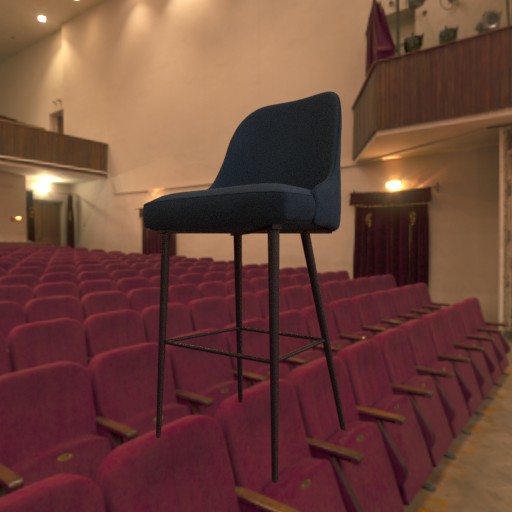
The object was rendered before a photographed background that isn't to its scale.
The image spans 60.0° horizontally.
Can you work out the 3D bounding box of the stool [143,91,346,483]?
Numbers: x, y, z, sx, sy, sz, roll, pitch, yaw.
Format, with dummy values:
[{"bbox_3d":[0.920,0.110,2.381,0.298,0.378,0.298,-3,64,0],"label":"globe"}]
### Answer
[{"bbox_3d":[0.000,0.000,1.357,0.527,1.079,0.489,1,1,37],"label":"stool"}]
